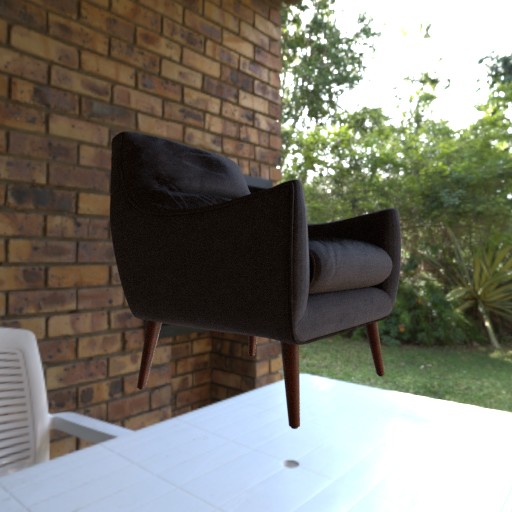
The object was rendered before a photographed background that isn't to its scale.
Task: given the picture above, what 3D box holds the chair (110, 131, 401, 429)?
[{"bbox_3d":[0.000,0.000,1.506,0.787,0.838,0.762,0,-1,36],"label":"chair"}]
